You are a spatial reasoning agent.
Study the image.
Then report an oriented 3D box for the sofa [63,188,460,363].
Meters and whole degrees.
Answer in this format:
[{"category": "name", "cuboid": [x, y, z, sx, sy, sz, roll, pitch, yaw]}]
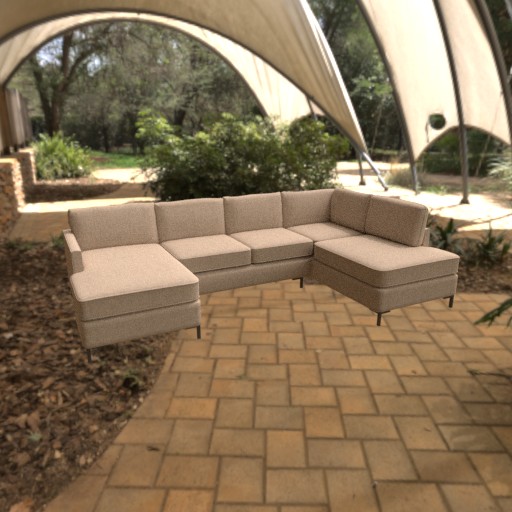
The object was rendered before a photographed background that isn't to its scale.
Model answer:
[{"category": "sofa", "cuboid": [0.000, 0.000, 4.385, 3.423, 0.996, 2.021, -8, 18, -26]}]
